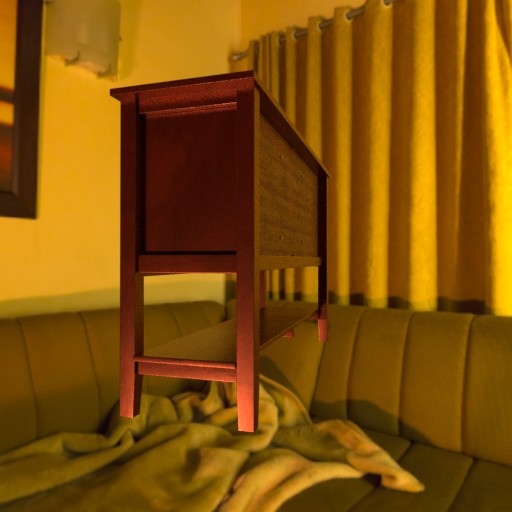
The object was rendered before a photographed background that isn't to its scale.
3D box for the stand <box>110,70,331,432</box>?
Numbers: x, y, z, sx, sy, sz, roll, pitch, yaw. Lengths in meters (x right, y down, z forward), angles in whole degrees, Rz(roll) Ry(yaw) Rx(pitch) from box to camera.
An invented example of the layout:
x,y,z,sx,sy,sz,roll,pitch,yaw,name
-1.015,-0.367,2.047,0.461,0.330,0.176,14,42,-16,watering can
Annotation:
x,y,z,sx,sy,sz,roll,pitch,yaw,name
0.000,0.000,1.757,0.410,0.872,1.362,0,-1,17,stand
